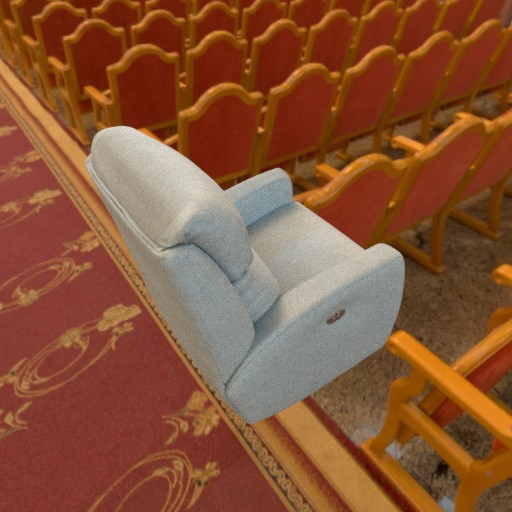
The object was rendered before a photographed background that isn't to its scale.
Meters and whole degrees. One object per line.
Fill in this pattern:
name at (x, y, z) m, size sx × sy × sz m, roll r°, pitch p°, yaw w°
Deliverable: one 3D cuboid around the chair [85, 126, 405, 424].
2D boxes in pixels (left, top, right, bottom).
chair at (0.000, 0.000, 1.667) m, size 0.940 × 1.016 × 0.794 m, roll -24°, pitch 45°, yaw -26°
